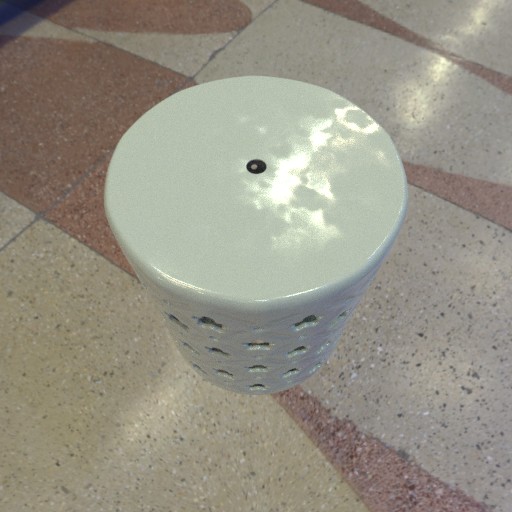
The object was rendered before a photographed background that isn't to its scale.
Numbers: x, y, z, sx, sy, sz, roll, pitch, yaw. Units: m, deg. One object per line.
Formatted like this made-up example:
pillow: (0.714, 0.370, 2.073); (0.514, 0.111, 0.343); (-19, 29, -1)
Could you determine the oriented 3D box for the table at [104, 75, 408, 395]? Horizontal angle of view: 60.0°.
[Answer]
table: (0.000, 0.000, 0.671); (0.352, 0.387, 0.352); (0, 58, 0)
